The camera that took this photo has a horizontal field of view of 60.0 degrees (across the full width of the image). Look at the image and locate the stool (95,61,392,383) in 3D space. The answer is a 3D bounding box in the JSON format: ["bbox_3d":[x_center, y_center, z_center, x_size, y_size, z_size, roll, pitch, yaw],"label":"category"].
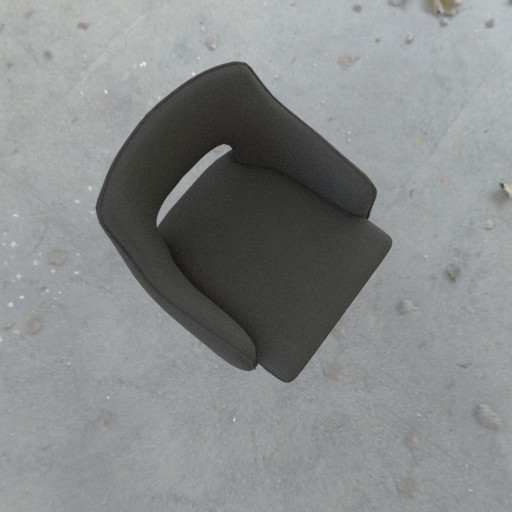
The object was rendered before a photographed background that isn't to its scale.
[{"bbox_3d":[0.000,0.000,1.247,0.558,0.912,0.548,37,78,9],"label":"stool"}]
